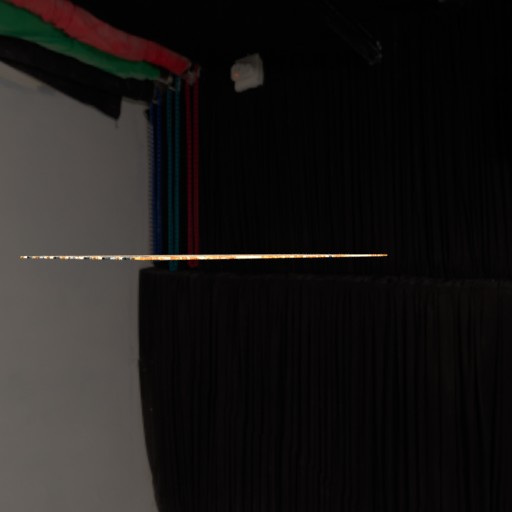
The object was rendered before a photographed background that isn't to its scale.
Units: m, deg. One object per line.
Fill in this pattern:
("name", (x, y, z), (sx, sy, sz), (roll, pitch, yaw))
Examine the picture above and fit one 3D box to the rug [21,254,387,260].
("rug", (0.000, 0.000, 2.680), (0.783, 0.010, 2.437), (0, 1, 35))
